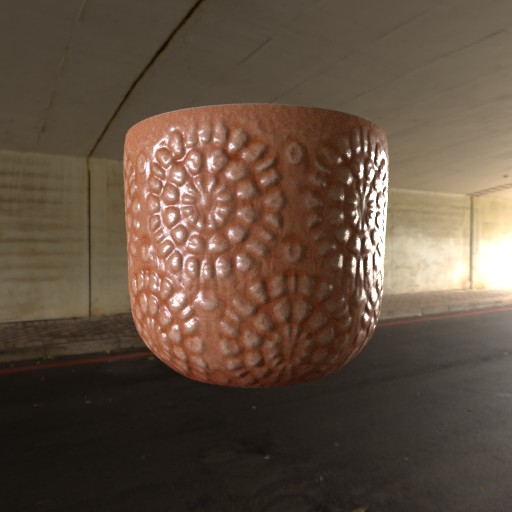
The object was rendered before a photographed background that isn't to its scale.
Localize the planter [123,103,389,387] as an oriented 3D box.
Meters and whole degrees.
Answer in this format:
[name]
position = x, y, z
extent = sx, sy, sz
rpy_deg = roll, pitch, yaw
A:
[planter]
position = 0.000, 0.000, 0.217
extent = 0.124, 0.109, 0.124
rpy_deg = 0, 1, 0
